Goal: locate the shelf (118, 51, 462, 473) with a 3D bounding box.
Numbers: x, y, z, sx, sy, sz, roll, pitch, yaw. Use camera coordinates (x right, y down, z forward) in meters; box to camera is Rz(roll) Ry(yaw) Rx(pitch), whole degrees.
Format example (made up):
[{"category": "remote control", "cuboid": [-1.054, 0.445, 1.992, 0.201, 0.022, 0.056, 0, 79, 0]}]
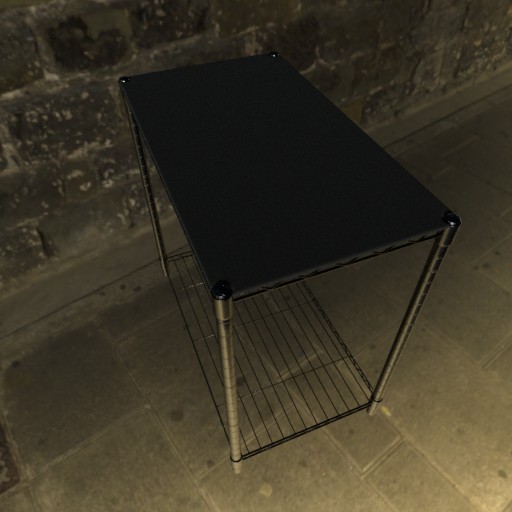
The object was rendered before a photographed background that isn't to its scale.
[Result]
[{"category": "shelf", "cuboid": [0.000, 0.000, 0.910, 0.338, 0.564, 0.589, -17, 48, -15]}]
